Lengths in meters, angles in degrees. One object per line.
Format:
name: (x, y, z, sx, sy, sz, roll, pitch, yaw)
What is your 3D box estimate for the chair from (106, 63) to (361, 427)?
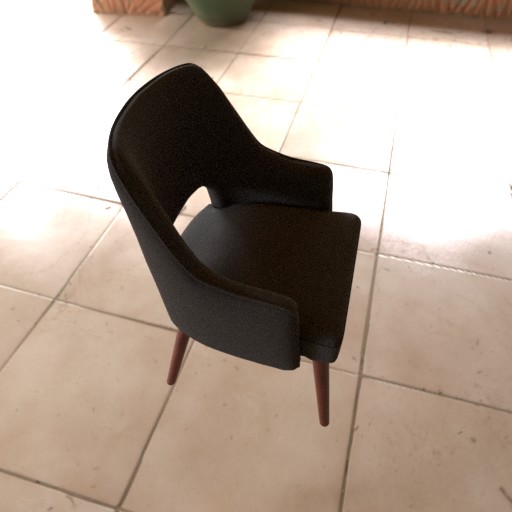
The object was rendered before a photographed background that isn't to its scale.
chair: (0.000, 0.000, 1.188, 0.560, 0.838, 0.559, 11, 47, 10)
